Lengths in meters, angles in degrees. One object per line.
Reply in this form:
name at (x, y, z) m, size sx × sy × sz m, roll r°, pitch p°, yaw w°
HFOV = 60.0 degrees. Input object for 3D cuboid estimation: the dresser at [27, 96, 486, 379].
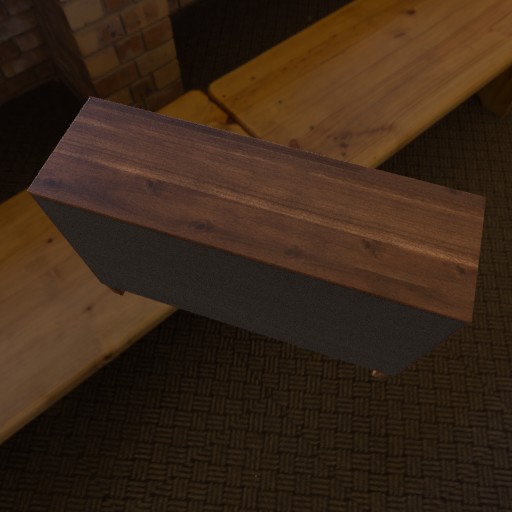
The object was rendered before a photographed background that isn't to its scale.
dresser at (0.000, 0.000, 1.802) m, size 1.387 × 0.892 × 0.438 m, roll 16°, pitch 65°, yaw 8°
